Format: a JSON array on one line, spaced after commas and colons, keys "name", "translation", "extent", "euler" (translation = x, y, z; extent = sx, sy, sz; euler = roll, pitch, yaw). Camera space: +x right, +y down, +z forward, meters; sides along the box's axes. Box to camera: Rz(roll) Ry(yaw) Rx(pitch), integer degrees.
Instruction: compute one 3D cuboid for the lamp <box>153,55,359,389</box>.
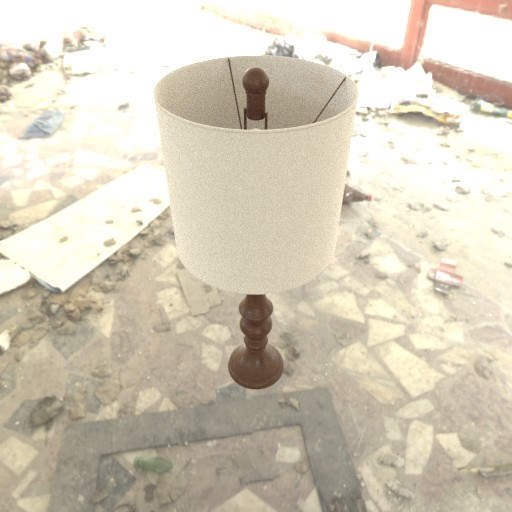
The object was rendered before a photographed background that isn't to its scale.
[{"name": "lamp", "translation": [0.000, 0.000, 0.726], "extent": [0.250, 0.597, 0.250], "euler": [-12, 42, -14]}]
